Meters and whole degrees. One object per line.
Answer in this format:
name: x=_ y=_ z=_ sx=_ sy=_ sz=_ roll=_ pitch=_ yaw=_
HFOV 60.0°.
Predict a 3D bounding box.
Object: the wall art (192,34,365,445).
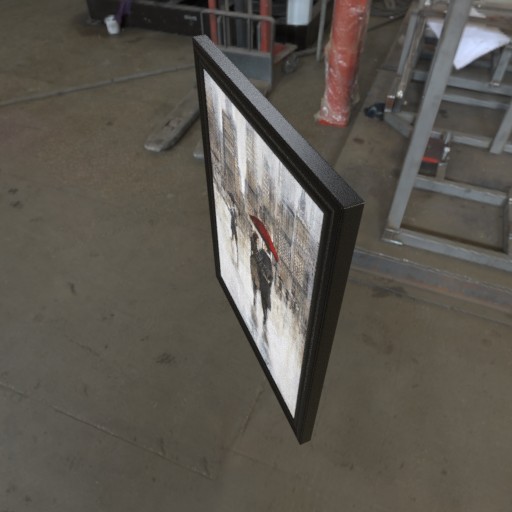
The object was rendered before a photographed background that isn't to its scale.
wall art: x=0.000 y=0.000 z=1.591 sx=0.053 sy=1.194 sz=0.950 roll=-18 pitch=49 yaw=-16
